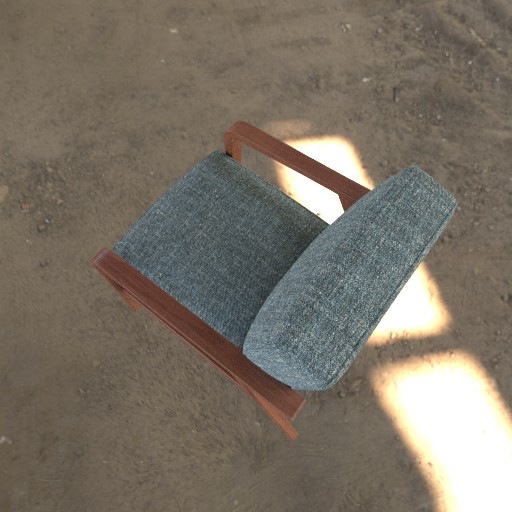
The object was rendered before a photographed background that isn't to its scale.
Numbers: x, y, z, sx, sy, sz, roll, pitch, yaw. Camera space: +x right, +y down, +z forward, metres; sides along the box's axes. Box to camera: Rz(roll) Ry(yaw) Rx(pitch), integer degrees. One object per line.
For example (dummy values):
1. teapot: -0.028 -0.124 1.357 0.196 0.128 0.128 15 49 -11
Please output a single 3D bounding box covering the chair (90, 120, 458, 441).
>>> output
1. chair: 0.000 0.000 1.464 0.889 0.864 0.719 35 69 16
